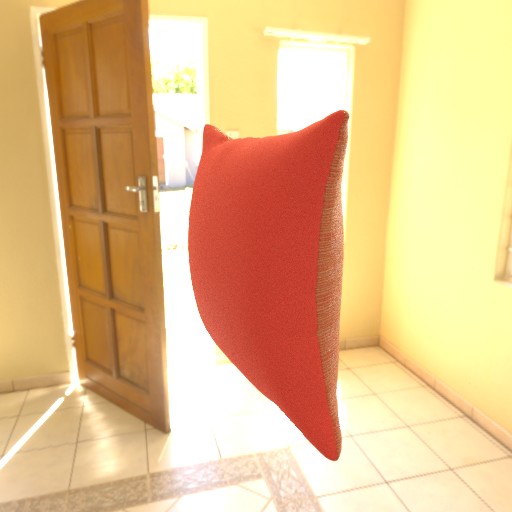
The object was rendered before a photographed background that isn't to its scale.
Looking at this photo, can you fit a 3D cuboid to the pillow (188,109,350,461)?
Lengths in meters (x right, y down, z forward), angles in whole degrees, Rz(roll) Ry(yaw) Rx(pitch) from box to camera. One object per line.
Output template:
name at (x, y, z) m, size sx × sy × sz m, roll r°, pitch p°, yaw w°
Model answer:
pillow at (0.000, 0.000, 0.836) m, size 0.229 × 0.501 × 0.559 m, roll -6°, pitch 15°, yaw -24°
